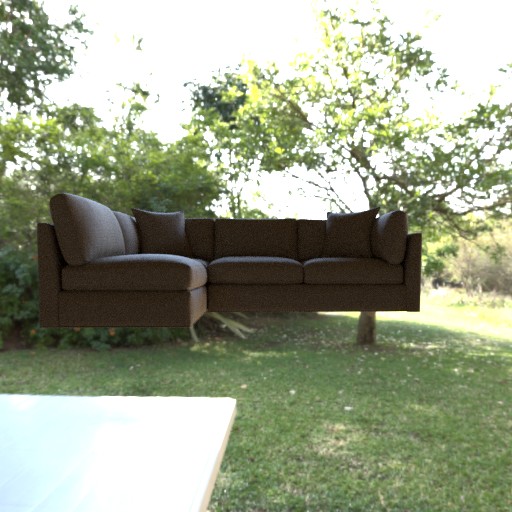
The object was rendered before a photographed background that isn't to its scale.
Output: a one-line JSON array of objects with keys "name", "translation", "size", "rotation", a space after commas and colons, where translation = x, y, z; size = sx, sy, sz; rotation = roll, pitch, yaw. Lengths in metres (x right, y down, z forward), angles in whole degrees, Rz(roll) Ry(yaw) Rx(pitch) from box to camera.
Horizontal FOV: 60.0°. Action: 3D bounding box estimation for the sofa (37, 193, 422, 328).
[{"name": "sofa", "translation": [0.000, 0.000, 3.882], "size": [2.896, 0.978, 1.994], "rotation": [0, -1, -1]}]
